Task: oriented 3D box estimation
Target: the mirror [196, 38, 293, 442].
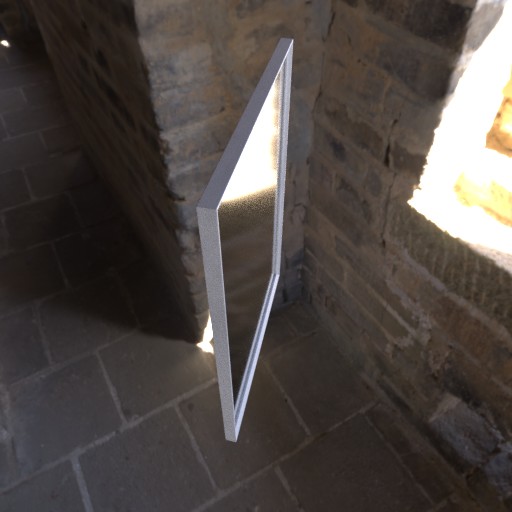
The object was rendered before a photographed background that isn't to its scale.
[{"bbox_3d":[0.000,0.000,1.372,0.041,1.016,0.762,10,47,9],"label":"mirror"}]
